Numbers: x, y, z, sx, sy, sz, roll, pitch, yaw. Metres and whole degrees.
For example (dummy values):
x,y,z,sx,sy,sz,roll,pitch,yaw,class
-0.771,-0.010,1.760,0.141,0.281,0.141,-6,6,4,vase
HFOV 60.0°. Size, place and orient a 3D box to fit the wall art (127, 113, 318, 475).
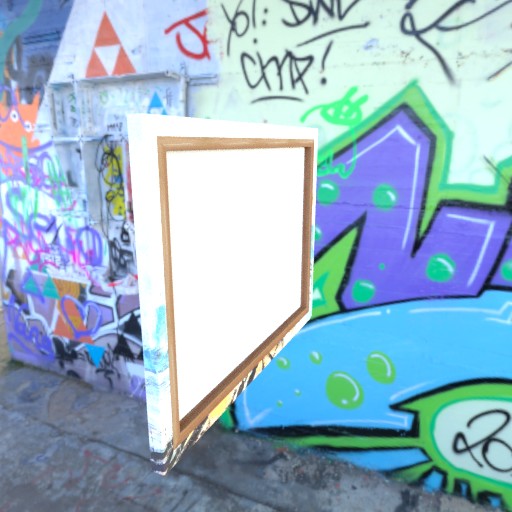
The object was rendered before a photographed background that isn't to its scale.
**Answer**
x,y,z,sx,sy,sz,roll,pitch,yaw,class
0.000,0.000,1.331,0.038,0.762,1.016,7,16,25,wall art
